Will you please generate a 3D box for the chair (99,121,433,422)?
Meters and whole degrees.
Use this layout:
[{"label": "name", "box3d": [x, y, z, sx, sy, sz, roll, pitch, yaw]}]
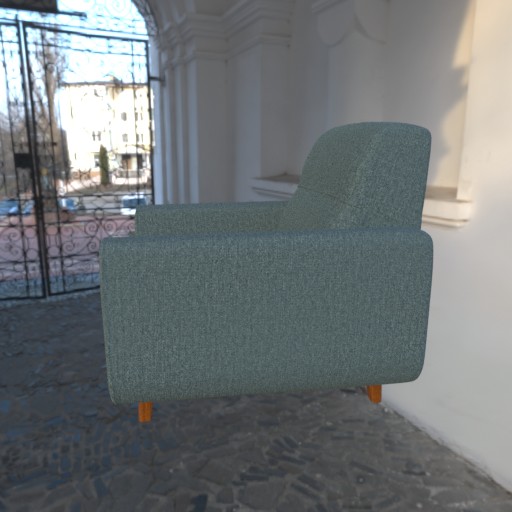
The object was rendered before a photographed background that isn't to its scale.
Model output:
[{"label": "chair", "box3d": [0.000, 0.000, 1.633, 0.964, 0.940, 0.880, -2, 13, -8]}]
